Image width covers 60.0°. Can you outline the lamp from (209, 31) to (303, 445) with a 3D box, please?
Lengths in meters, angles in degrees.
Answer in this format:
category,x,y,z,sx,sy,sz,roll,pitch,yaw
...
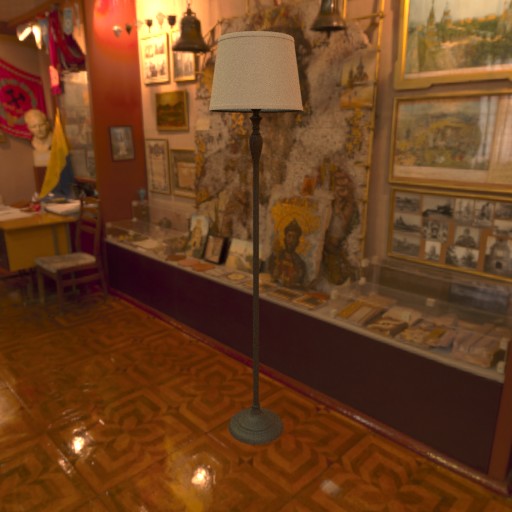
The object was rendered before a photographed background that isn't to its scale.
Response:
category,x,y,z,sx,sy,sz,roll,pitch,yaw
lamp,0.000,0.000,1.687,0.327,1.506,0.327,-14,21,-41
